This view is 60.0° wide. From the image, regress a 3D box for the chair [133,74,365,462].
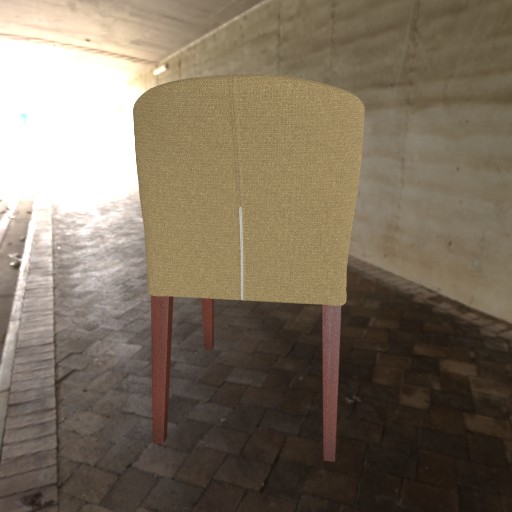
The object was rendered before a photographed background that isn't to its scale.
[{"bbox_3d":[0.000,0.000,1.177,0.491,0.839,0.589,2,16,8],"label":"chair"}]
